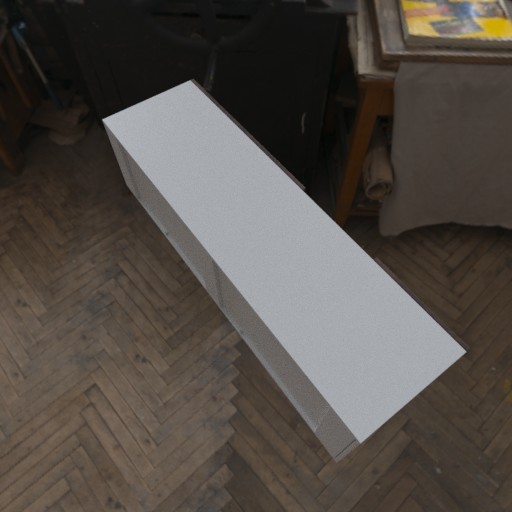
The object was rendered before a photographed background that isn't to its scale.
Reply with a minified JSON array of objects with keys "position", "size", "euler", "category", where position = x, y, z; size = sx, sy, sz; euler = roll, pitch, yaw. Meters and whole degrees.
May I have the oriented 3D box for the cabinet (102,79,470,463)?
[{"position":[0.000,0.000,1.752],"size":[0.431,0.533,1.499],"euler":[-32,64,-18],"category":"cabinet"}]
